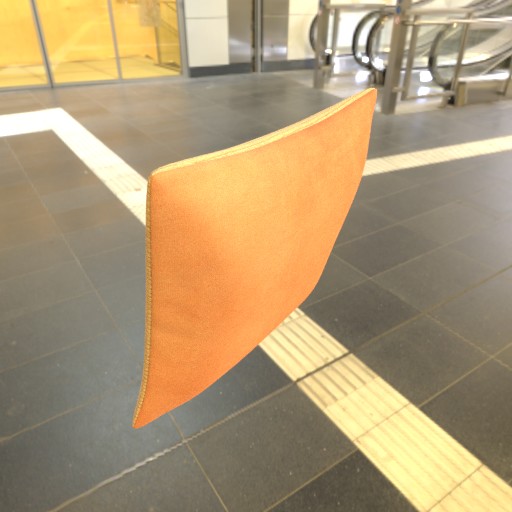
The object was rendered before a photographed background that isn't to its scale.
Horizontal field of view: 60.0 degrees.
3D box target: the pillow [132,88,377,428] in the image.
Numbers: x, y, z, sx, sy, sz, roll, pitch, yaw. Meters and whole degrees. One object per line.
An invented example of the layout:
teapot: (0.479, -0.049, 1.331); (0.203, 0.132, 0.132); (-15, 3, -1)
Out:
pillow: (0.000, 0.000, 0.625); (0.177, 0.401, 0.424); (22, 38, 31)
